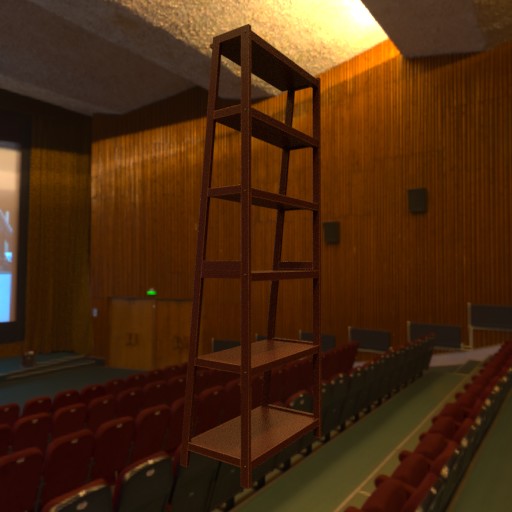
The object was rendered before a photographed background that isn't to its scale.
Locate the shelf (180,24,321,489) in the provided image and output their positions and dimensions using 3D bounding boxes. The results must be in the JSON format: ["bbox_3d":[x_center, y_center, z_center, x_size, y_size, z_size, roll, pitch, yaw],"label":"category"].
[{"bbox_3d":[0.000,0.000,2.179,0.381,1.892,0.660,-1,-1,35],"label":"shelf"}]
